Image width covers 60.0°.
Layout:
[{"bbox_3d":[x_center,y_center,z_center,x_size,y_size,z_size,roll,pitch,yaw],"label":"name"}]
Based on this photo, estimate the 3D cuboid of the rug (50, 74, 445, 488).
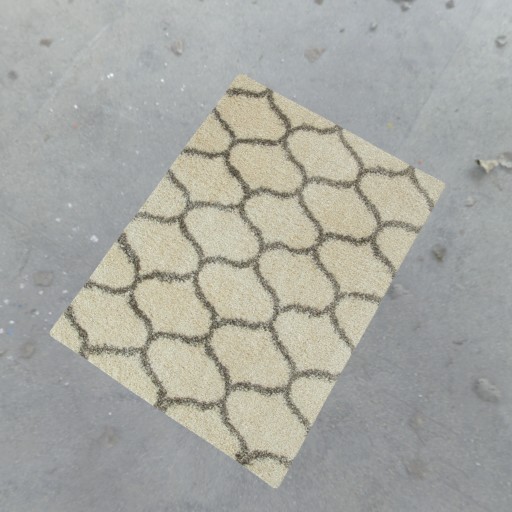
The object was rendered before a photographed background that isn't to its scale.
[{"bbox_3d":[0.000,0.000,2.080,1.200,0.025,1.600,31,77,8],"label":"rug"}]
